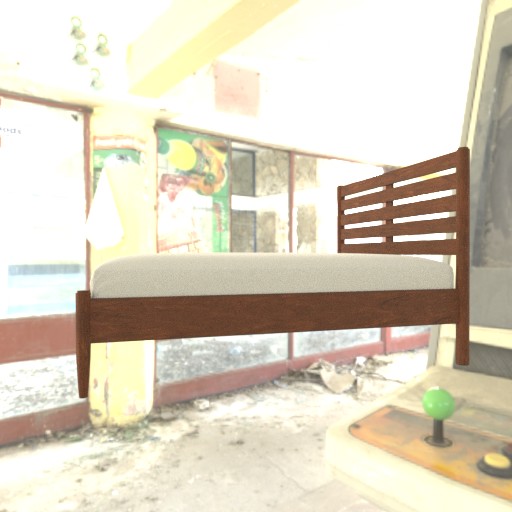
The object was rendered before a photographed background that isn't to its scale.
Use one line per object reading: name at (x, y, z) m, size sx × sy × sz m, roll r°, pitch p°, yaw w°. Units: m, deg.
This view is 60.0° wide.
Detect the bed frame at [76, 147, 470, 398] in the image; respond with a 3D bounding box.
bed frame at (0.000, 0.000, 3.149) m, size 2.234 × 1.321 × 1.655 m, roll 0°, pitch 0°, yaw -17°
